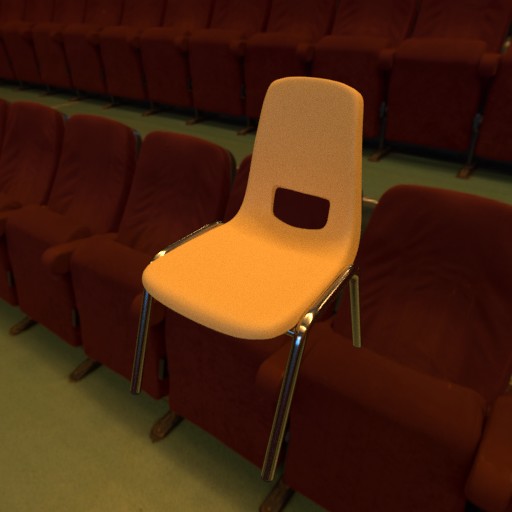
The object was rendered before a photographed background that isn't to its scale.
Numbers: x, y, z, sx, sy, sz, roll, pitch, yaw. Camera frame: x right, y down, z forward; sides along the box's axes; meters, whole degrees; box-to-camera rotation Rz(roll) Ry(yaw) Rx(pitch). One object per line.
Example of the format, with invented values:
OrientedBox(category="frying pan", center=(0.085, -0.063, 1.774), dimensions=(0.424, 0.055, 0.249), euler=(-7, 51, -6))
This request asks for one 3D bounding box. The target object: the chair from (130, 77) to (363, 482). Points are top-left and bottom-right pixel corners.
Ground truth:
OrientedBox(category="chair", center=(0.000, 0.000, 0.839), dimensions=(0.354, 0.586, 0.423), euler=(20, 36, 30))
